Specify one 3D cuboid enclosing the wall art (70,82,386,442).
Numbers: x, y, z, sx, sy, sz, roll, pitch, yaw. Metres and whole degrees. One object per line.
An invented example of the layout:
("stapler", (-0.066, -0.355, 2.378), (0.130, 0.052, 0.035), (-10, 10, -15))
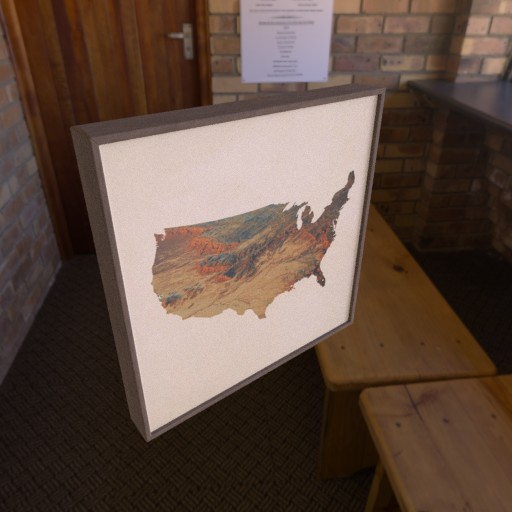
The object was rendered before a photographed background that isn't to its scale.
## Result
("wall art", (0.000, 0.000, 0.455), (0.303, 0.302, 0.038), (-21, 36, -32))
